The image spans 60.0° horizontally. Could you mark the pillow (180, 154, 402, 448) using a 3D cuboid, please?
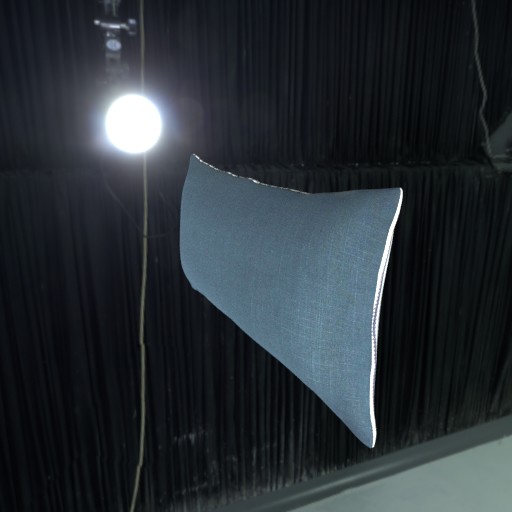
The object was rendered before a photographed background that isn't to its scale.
[{"bbox_3d":[0.000,0.000,0.725,0.151,0.305,0.609,-8,17,-26],"label":"pillow"}]
